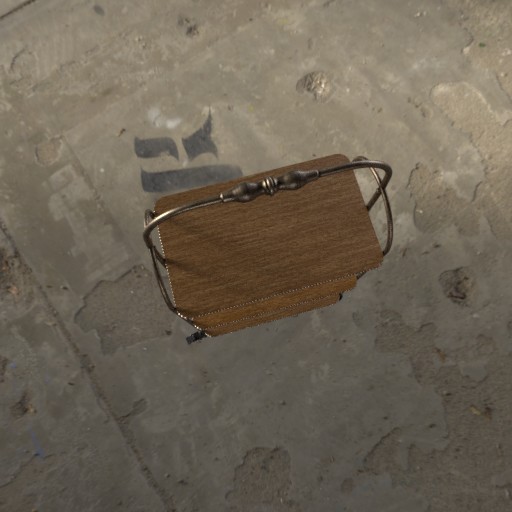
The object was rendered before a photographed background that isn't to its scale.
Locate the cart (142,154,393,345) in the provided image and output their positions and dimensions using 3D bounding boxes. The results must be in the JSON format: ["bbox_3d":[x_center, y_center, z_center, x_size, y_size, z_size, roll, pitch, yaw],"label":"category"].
[{"bbox_3d":[0.000,0.000,1.338,0.650,1.052,0.330,-15,76,-4],"label":"cart"}]
